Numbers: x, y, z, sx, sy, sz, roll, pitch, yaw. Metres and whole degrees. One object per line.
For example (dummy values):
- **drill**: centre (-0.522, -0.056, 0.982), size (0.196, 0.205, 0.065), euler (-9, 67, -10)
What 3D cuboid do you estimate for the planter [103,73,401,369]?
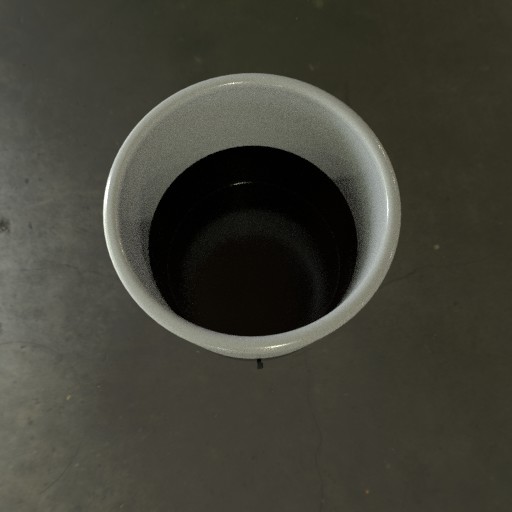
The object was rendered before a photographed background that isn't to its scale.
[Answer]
- **planter**: centre (0.000, 0.000, 0.651), size (0.310, 0.432, 0.310), euler (-17, 76, -4)
